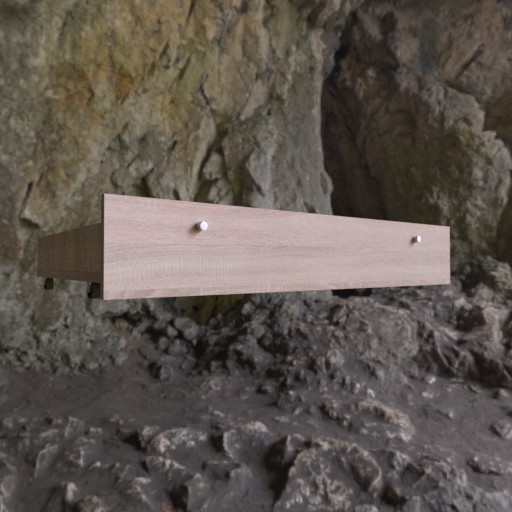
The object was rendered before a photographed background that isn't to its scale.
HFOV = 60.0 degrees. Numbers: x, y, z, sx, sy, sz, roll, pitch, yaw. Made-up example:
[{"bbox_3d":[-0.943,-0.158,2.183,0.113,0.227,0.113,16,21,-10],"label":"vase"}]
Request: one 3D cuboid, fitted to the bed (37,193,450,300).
[{"bbox_3d":[0.000,0.000,1.454,1.200,0.209,0.685,1,-2,-37],"label":"bed"}]
